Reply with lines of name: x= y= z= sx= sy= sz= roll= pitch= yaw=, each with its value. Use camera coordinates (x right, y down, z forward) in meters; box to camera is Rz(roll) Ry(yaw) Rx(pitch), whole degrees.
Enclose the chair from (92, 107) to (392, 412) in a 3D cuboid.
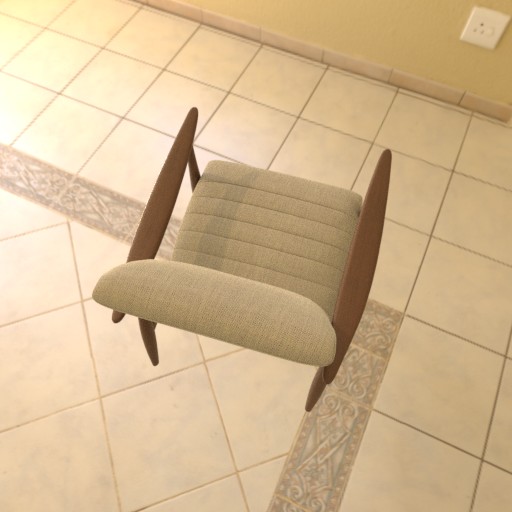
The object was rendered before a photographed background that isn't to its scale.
chair: x=0.000 y=0.000 z=1.470 sx=0.741 sy=0.832 sz=0.798 roll=14 pitch=64 yaw=7
